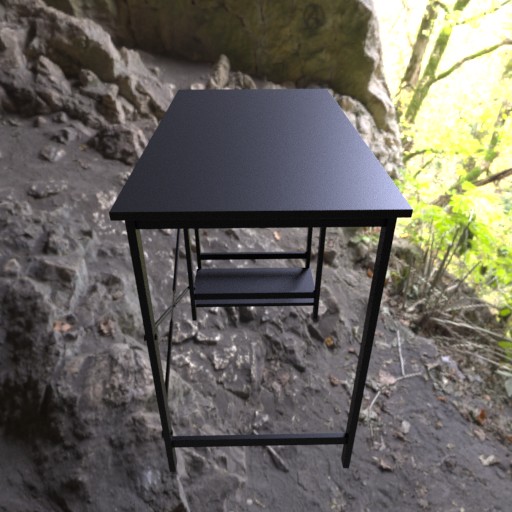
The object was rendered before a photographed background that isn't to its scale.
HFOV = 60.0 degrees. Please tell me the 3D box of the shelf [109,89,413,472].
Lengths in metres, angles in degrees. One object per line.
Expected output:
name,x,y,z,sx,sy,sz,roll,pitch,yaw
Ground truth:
shelf,0.000,0.000,1.304,0.498,0.749,0.902,-1,33,-1
